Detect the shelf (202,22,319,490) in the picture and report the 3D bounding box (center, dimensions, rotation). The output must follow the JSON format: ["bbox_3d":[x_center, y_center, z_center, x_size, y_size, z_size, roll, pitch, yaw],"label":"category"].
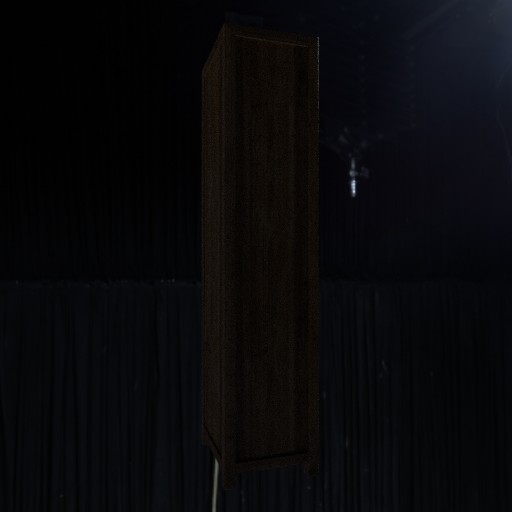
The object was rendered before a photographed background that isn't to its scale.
[{"bbox_3d":[0.000,0.000,2.101,0.428,1.900,0.500,0,0,-18],"label":"shelf"}]
